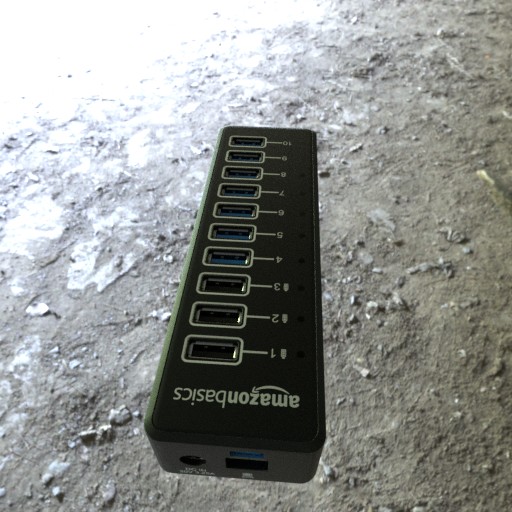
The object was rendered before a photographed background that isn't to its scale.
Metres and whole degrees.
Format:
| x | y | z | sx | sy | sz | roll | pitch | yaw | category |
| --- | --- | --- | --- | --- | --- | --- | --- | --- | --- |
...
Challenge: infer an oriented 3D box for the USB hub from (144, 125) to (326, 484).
| x | y | z | sx | sy | sz | roll | pitch | yaw | category |
| --- | --- | --- | --- | --- | --- | --- | --- | --- | --- |
| 0.000 | 0.000 | 0.161 | 0.044 | 0.023 | 0.145 | 3 | 46 | 3 | USB hub |
